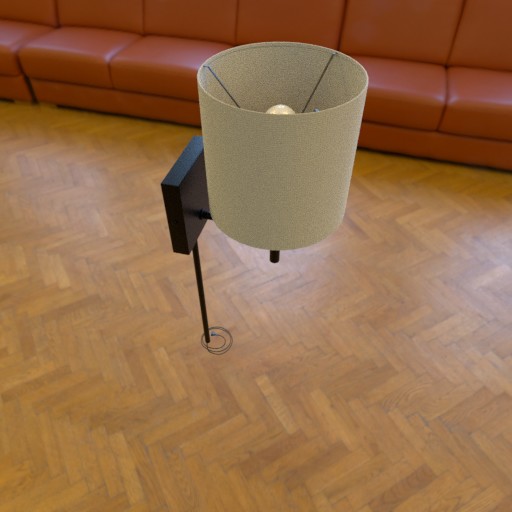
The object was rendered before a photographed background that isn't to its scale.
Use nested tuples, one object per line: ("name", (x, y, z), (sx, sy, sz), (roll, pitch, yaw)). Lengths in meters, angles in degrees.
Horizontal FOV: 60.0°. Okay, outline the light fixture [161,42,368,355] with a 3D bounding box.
("light fixture", (0.000, 0.000, 0.705), (0.248, 0.589, 0.188), (11, 46, 10))
